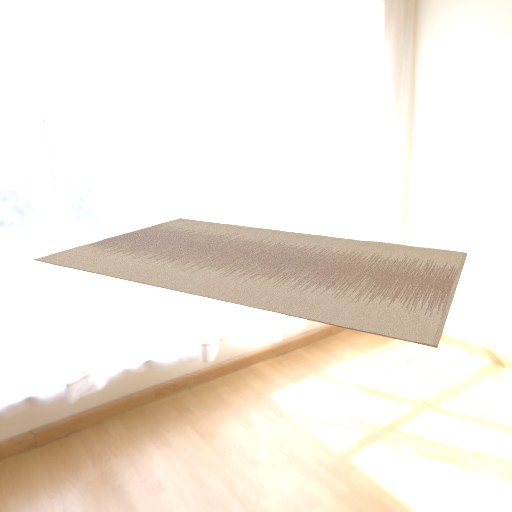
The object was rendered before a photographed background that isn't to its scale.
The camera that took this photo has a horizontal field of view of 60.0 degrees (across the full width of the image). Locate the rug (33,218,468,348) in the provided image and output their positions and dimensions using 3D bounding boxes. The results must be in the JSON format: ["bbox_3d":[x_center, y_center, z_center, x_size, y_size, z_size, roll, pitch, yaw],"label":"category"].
[{"bbox_3d":[0.000,0.000,2.920,2.440,0.012,1.522,9,19,27],"label":"rug"}]
